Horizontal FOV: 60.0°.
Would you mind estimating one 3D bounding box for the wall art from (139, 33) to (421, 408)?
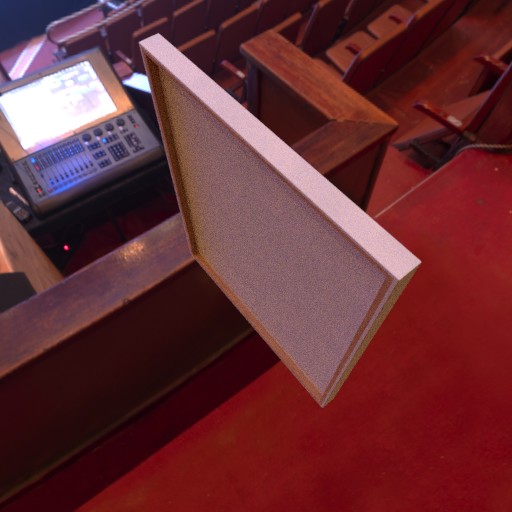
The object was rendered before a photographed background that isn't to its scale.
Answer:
[{"bbox_3d":[0.000,0.000,0.818,0.037,0.606,0.508,-35,65,-19],"label":"wall art"}]
